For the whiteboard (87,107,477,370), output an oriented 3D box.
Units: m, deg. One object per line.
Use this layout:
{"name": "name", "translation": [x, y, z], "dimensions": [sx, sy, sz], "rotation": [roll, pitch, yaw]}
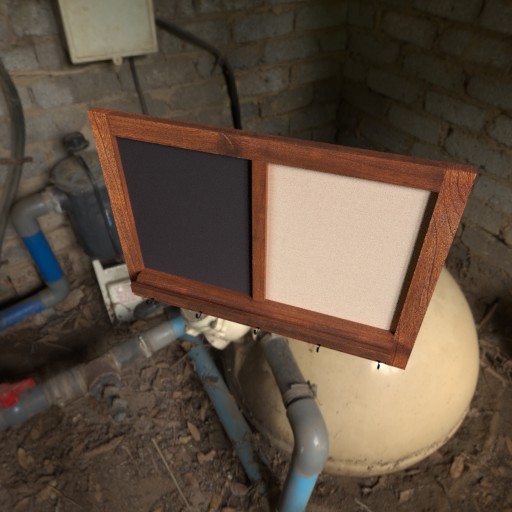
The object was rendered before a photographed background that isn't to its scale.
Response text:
{"name": "whiteboard", "translation": [0.000, 0.000, 1.002], "dimensions": [0.768, 0.553, 0.083], "rotation": [13, 42, 15]}
